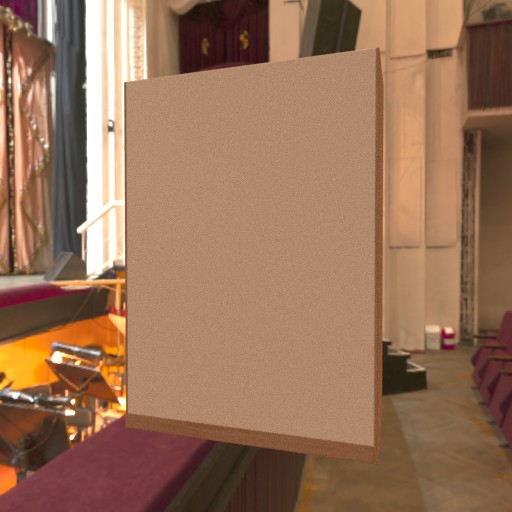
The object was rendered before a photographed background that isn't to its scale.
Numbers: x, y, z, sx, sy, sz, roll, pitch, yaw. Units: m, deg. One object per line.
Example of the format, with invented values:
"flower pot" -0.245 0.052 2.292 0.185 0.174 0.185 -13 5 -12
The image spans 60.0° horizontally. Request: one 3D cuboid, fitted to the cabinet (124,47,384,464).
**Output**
"cabinet" 0.000 0.000 2.763 1.500 2.120 0.590 0 1 18
